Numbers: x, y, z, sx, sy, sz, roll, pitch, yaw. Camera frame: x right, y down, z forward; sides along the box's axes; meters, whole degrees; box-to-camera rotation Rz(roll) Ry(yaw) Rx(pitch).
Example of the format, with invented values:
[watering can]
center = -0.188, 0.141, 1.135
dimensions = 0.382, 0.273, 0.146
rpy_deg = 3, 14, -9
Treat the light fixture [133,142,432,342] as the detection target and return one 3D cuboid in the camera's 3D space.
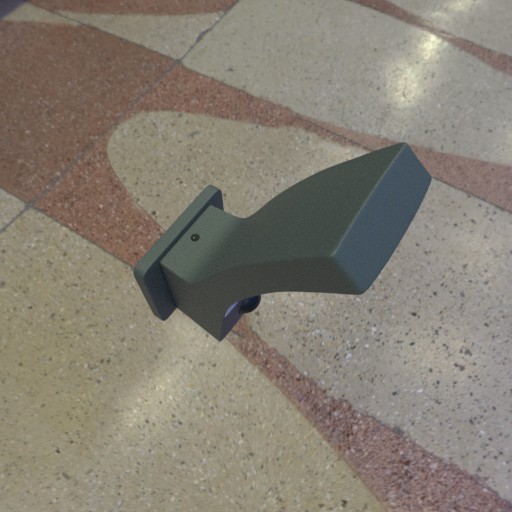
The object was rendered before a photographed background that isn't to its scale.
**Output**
[light fixture]
center = 0.000, 0.000, 0.330
dimensions = 0.174, 0.243, 0.108
rpy_deg = 30, 64, 16
